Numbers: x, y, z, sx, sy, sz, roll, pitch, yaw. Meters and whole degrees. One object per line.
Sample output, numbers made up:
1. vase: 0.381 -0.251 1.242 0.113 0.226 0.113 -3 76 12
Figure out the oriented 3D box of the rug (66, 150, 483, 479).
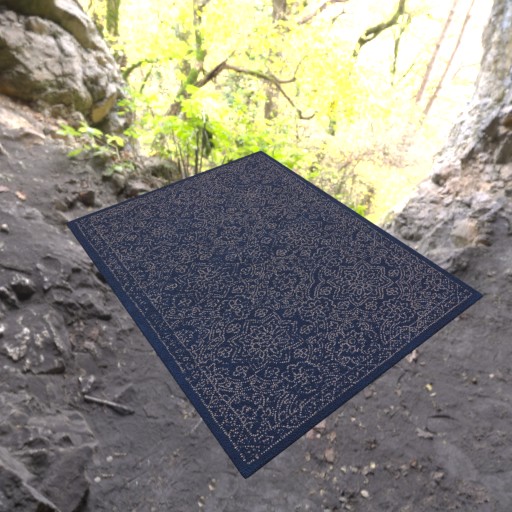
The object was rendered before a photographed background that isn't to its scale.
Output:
1. rug: 0.000 0.000 4.029 2.438 0.010 3.048 -27 48 -26
